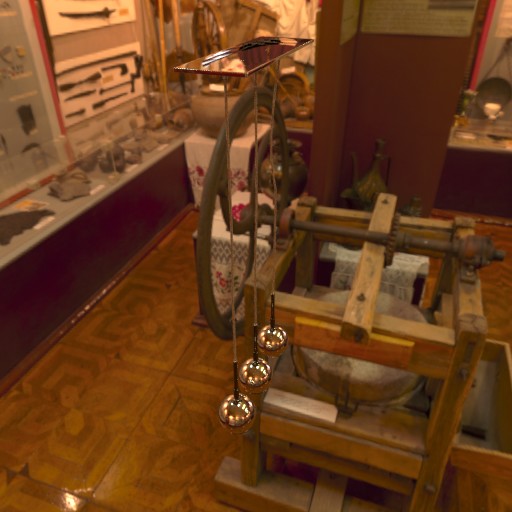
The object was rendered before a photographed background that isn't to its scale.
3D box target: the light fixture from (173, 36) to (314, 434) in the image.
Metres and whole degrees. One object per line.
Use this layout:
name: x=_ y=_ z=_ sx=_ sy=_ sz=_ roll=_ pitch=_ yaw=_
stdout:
light fixture: x=0.000 y=0.000 z=1.658 sx=0.188 sy=1.408 sz=0.623 roll=12 pitch=35 yaw=17
